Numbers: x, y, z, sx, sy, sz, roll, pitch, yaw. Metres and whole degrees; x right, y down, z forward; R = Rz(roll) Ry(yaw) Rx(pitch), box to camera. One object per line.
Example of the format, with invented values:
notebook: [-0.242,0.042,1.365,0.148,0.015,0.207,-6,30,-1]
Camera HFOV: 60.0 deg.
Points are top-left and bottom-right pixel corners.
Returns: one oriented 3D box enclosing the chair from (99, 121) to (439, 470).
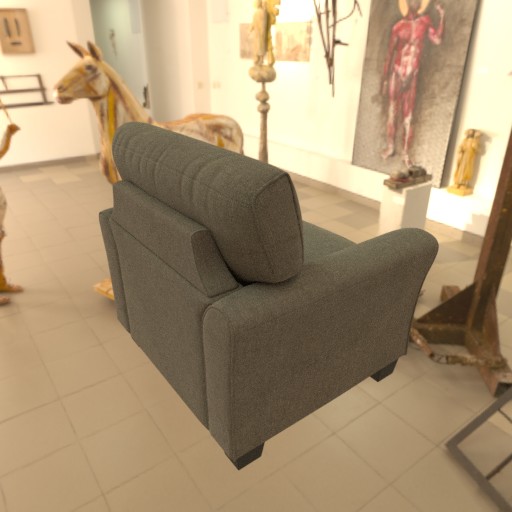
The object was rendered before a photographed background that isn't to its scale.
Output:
chair: [0.000,0.000,1.600,0.816,0.890,0.941,-18,32,-32]
